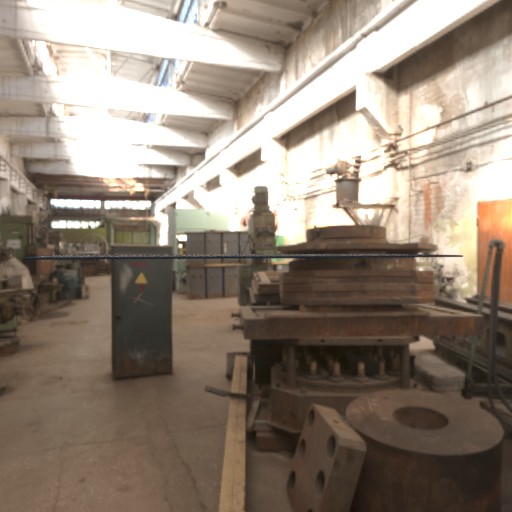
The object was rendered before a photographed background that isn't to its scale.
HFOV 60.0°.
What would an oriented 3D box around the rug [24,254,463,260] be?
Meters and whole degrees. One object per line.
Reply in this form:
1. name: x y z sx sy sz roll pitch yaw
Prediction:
1. rug: 0.000 0.000 2.734 2.448 0.012 0.769 0 1 -17
